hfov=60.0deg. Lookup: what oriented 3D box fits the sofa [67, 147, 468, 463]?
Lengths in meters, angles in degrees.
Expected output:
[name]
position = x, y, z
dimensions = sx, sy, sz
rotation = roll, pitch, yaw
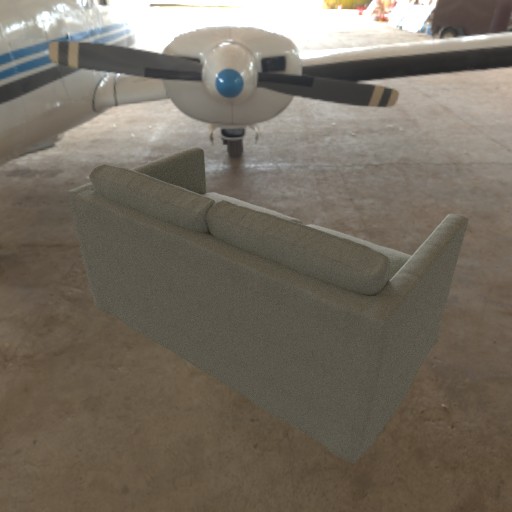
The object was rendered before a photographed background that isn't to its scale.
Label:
[sofa]
position = 0.000, 0.000, 2.240
dimensions = 1.727, 0.830, 0.944
rotation = 22, 37, 31
